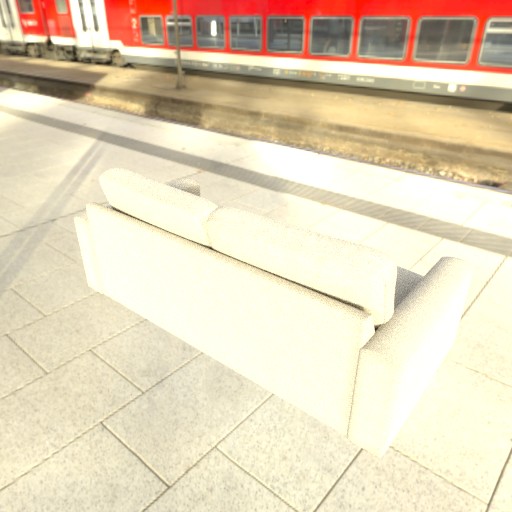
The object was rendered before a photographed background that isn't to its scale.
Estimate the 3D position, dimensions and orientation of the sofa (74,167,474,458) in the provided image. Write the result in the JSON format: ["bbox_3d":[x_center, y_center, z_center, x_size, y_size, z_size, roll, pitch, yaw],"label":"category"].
[{"bbox_3d":[0.000,0.000,2.632,2.179,0.873,1.016,21,35,33],"label":"sofa"}]
